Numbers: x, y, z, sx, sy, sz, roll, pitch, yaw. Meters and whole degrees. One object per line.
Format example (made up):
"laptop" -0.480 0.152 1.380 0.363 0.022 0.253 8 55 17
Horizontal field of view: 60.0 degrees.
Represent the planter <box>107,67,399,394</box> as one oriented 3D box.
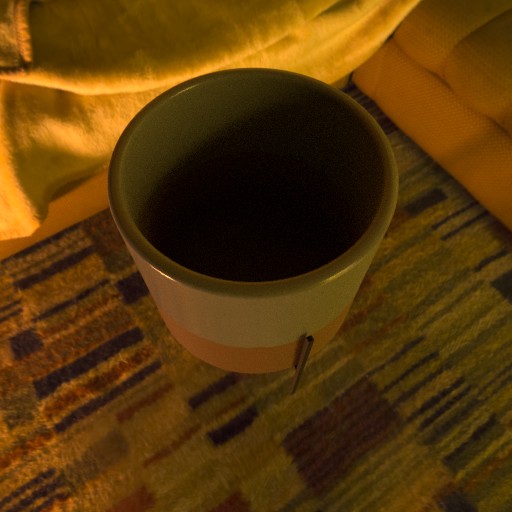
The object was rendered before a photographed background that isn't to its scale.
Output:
"planter" 0.000 0.000 0.736 0.348 0.480 0.360 32 66 16
